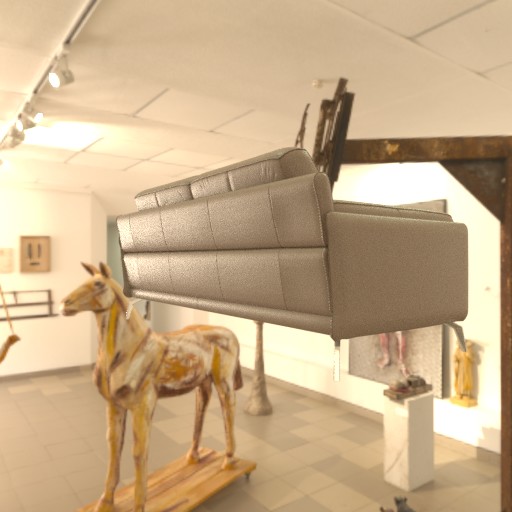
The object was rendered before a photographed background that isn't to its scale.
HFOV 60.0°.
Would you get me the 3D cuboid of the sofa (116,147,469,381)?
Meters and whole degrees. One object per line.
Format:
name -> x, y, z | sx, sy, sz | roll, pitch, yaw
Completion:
sofa -> 0.000, 0.000, 2.616 | 1.049, 0.930, 2.101 | 0, 0, -37
